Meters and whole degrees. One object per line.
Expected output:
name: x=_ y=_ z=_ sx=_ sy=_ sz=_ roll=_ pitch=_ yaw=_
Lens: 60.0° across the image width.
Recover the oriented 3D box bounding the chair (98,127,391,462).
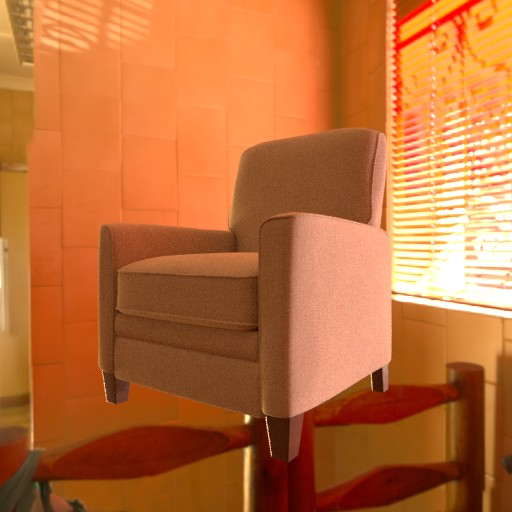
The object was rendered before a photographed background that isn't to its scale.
chair: x=0.000 y=0.000 z=1.632 sx=0.845 sy=1.023 sz=0.859 roll=1 pitch=1 yaw=36
